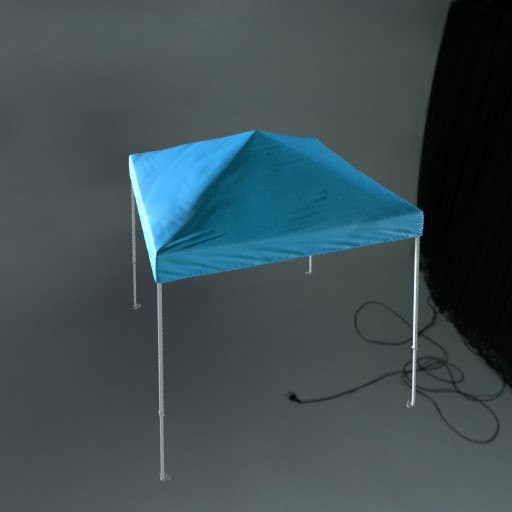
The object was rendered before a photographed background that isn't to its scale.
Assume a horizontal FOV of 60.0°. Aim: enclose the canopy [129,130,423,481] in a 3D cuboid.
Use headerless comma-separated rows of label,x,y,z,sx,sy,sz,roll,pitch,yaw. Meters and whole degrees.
canopy,0.000,0.000,5.018,2.849,2.849,2.848,-10,33,-15
